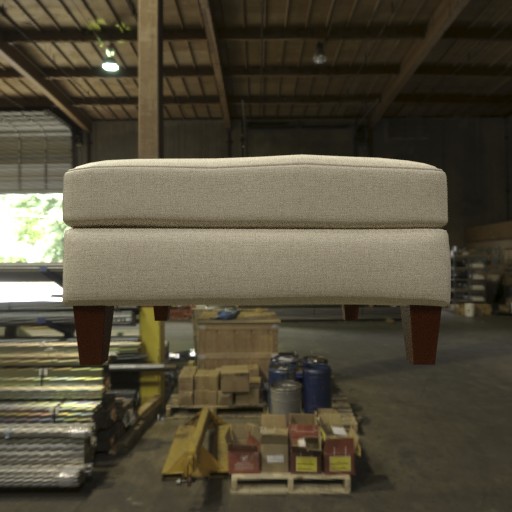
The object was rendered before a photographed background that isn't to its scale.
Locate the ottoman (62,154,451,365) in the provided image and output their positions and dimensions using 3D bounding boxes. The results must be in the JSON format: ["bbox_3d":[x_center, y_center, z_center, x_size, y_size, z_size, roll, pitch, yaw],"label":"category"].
[{"bbox_3d":[0.000,0.000,1.332,0.838,0.478,0.838,0,-1,0],"label":"ottoman"}]
